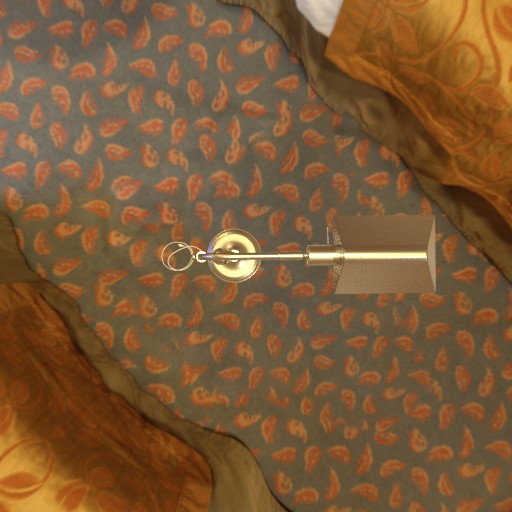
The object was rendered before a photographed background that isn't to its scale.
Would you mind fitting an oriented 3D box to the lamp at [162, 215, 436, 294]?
[{"bbox_3d":[0.000,0.000,0.958,0.546,0.708,0.159,0,90,-1],"label":"lamp"}]
